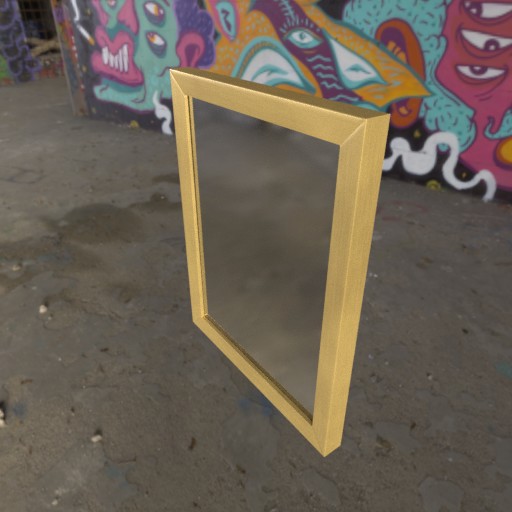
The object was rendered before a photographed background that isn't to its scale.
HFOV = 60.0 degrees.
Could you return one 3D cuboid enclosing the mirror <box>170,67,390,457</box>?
[{"bbox_3d":[0.000,0.000,0.698,0.041,0.508,0.405,-21,36,-31],"label":"mirror"}]
